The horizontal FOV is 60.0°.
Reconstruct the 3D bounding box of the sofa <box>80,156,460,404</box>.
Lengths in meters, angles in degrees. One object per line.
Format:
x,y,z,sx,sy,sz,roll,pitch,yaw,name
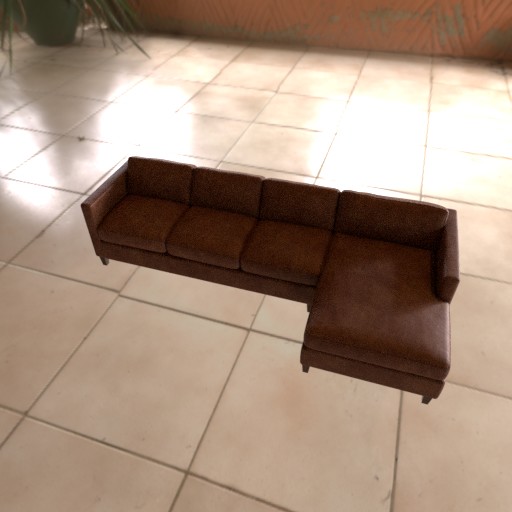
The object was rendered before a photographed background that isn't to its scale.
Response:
0.000,0.000,3.865,3.203,0.883,1.581,12,43,13,sofa
